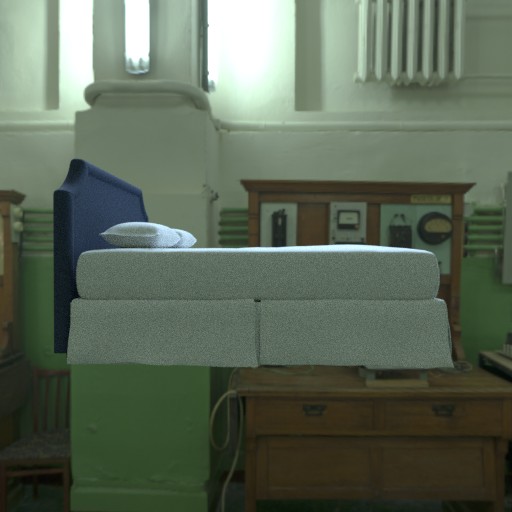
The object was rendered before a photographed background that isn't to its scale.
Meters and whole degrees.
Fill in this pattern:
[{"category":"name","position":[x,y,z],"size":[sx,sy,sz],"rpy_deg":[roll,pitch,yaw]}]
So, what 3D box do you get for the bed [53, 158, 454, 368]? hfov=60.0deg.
[{"category":"bed","position":[0.000,0.000,4.124],"size":[2.773,1.488,2.350],"rpy_deg":[0,1,1]}]
